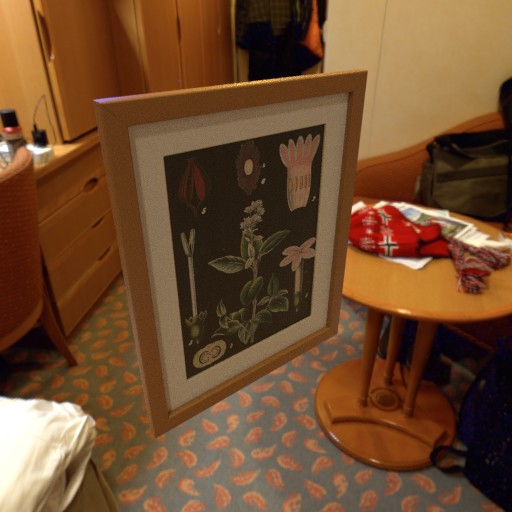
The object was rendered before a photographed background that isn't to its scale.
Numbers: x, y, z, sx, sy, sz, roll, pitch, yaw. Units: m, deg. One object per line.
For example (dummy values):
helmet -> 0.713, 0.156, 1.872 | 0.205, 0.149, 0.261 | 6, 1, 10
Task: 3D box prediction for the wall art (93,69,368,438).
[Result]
wall art -> 0.000, 0.000, 0.514 | 0.310, 0.379, 0.015 | -21, 36, -32
